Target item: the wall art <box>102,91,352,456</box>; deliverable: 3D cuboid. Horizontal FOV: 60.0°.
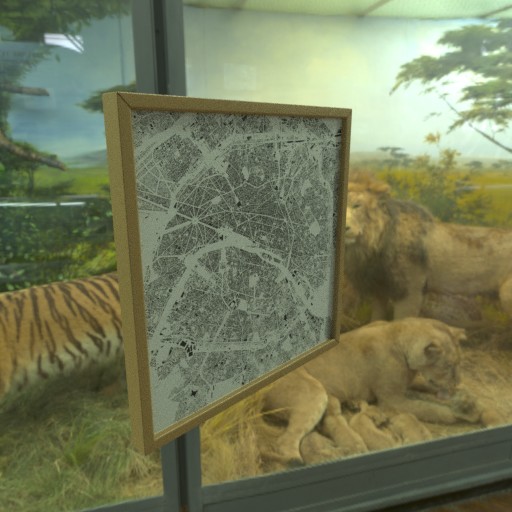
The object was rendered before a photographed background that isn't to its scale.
[{"bbox_3d":[0.000,0.000,0.777,0.036,0.509,0.509,14,21,42],"label":"wall art"}]
